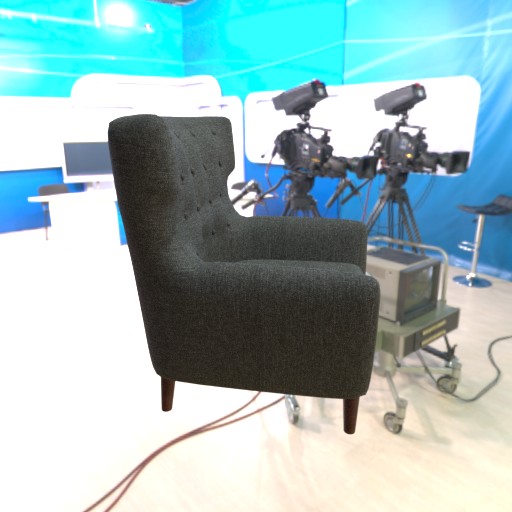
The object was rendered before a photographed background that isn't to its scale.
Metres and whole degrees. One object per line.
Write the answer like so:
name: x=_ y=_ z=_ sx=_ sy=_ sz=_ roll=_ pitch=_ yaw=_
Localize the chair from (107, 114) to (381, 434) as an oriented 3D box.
chair: x=0.000 y=0.000 z=1.755 sx=0.904 sy=1.063 sz=0.878 roll=3 pitch=17 yaw=10
